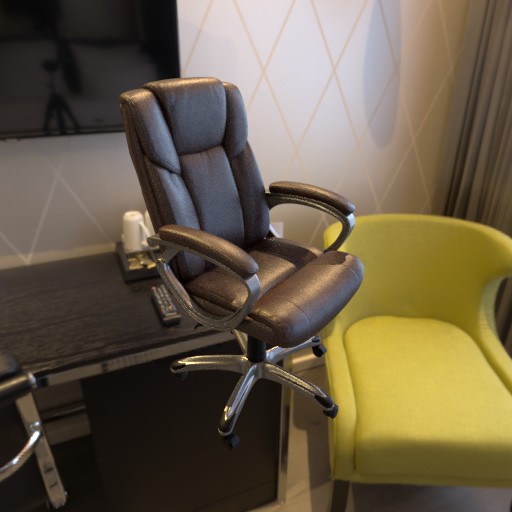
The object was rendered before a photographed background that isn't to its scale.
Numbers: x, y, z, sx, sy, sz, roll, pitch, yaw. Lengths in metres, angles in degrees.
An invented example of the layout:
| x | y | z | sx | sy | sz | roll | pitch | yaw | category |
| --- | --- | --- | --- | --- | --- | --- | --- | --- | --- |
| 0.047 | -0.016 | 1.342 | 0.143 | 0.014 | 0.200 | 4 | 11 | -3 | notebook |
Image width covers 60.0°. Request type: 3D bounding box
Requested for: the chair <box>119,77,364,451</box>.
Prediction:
| x | y | z | sx | sy | sz | roll | pitch | yaw | category |
| --- | --- | --- | --- | --- | --- | --- | --- | --- | --- |
| 0.000 | 0.000 | 1.539 | 0.692 | 1.128 | 0.656 | 18 | 31 | 32 | chair |
